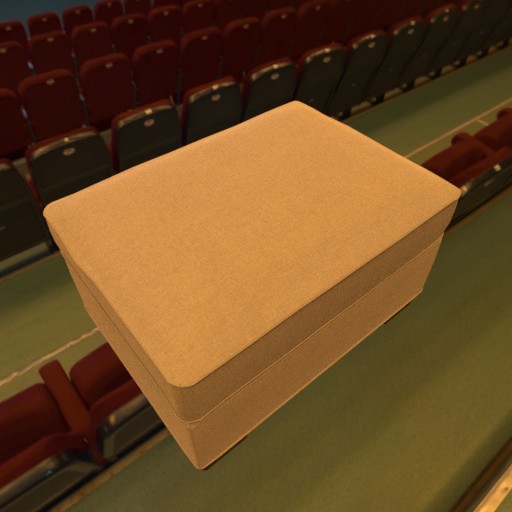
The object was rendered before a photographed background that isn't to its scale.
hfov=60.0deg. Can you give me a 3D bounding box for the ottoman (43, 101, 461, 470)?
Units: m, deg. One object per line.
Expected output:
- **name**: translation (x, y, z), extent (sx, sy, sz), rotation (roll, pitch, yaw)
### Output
- **ottoman**: translation (0.000, 0.000, 1.212), extent (0.846, 0.503, 0.617), rotation (-31, 54, -26)
